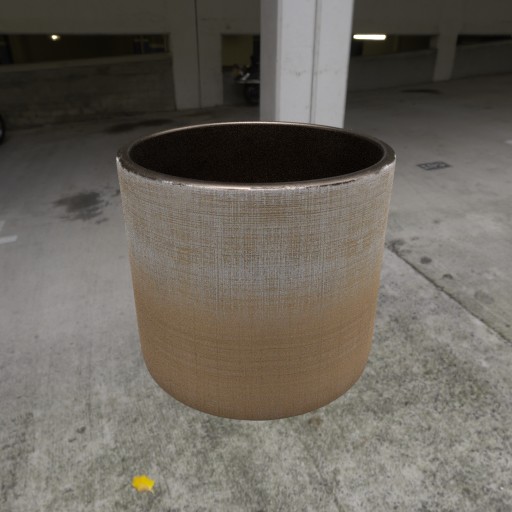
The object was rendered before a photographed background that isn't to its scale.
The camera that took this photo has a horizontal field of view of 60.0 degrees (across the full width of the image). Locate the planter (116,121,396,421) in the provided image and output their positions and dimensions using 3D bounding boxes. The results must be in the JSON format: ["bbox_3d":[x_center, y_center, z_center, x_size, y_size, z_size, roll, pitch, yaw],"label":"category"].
[{"bbox_3d":[0.000,0.000,0.400,0.221,0.201,0.221,0,27,0],"label":"planter"}]
